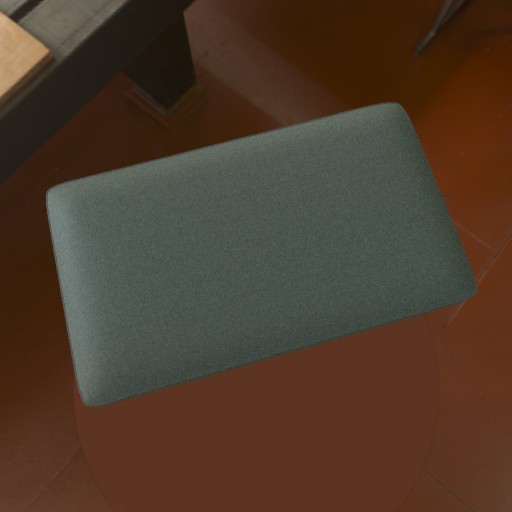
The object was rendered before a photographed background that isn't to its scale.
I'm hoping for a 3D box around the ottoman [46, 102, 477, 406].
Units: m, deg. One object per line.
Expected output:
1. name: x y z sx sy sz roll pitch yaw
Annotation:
1. ottoman: 0.000 0.000 1.505 1.173 0.494 0.681 -15 76 -4
